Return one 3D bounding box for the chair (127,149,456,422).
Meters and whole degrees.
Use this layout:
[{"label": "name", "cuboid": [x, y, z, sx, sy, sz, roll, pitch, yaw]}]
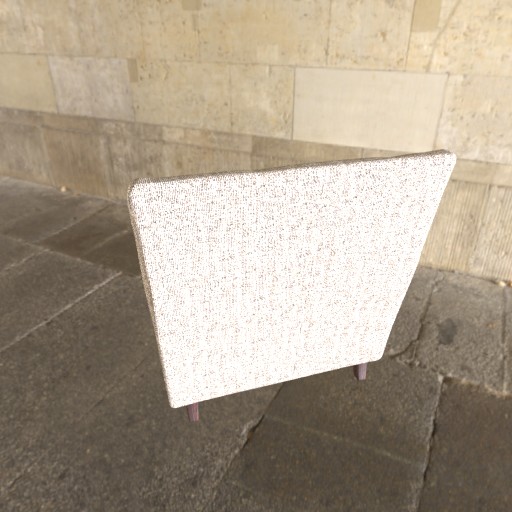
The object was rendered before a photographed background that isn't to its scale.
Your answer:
[{"label": "chair", "cuboid": [0.000, 0.000, 1.643, 0.864, 0.928, 0.873, -9, 29, -16]}]
